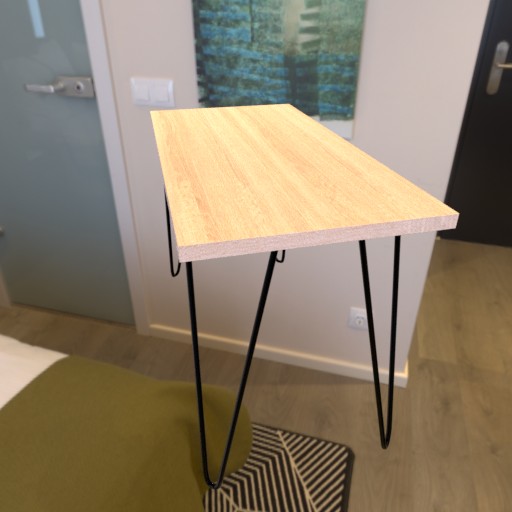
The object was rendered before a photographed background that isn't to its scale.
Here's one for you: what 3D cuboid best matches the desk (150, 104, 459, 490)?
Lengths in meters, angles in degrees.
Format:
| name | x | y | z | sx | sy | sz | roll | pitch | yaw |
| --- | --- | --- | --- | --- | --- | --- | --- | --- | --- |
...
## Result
| name | x | y | z | sx | sy | sz | roll | pitch | yaw |
| --- | --- | --- | --- | --- | --- | --- | --- | --- | --- |
| desk | 0.000 | 0.000 | 1.319 | 0.499 | 0.660 | 0.991 | -7 | 31 | -12 |
